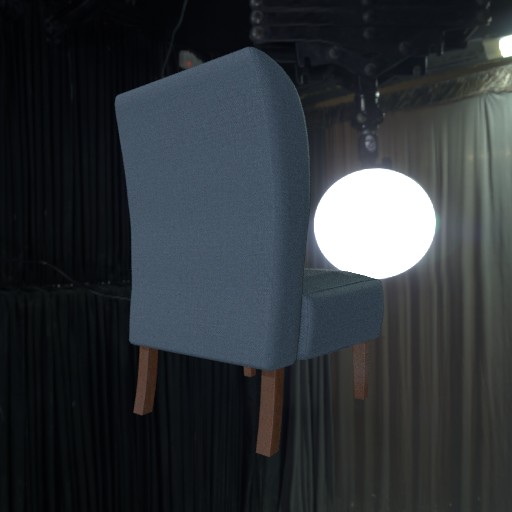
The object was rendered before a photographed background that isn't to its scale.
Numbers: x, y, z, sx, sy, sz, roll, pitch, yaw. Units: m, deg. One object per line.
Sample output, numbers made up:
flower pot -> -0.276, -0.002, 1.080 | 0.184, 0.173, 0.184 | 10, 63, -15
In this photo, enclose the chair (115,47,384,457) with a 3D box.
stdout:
chair -> 0.000, 0.000, 1.198 | 0.513, 0.804, 0.592 | 0, 0, 36
